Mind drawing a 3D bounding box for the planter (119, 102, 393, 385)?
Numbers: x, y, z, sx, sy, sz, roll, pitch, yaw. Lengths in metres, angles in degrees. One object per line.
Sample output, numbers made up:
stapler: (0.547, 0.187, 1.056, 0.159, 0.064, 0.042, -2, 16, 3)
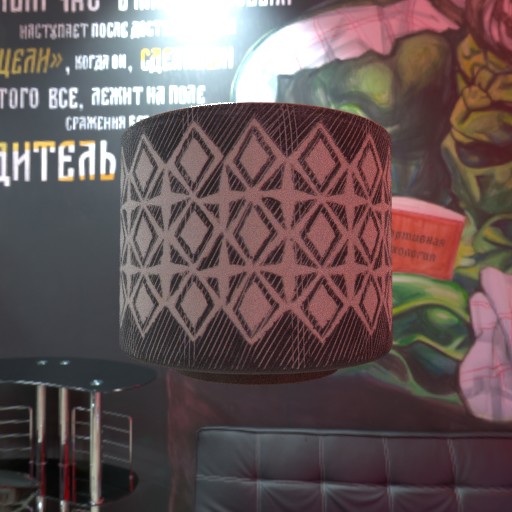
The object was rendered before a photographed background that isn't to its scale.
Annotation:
planter: (0.000, 0.000, 0.216, 0.126, 0.104, 0.126, 0, -1, 0)
